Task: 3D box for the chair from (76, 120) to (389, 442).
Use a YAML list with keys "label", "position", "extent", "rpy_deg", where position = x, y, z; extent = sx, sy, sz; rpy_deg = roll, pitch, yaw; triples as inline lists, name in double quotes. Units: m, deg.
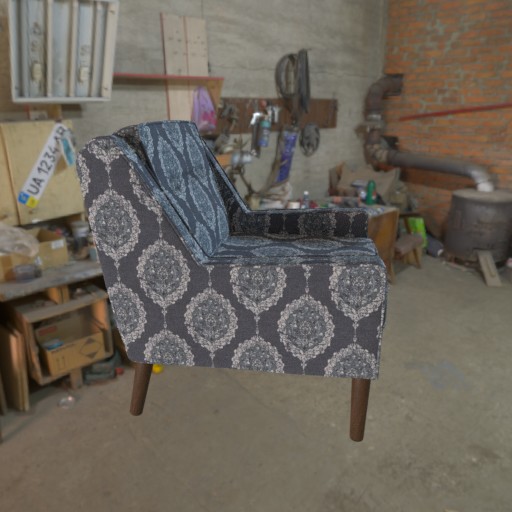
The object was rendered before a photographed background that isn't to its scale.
- label: "chair"
  position: [0.000, 0.000, 1.356]
  extent: [0.743, 0.792, 0.663]
  rpy_deg: [3, 18, 9]
